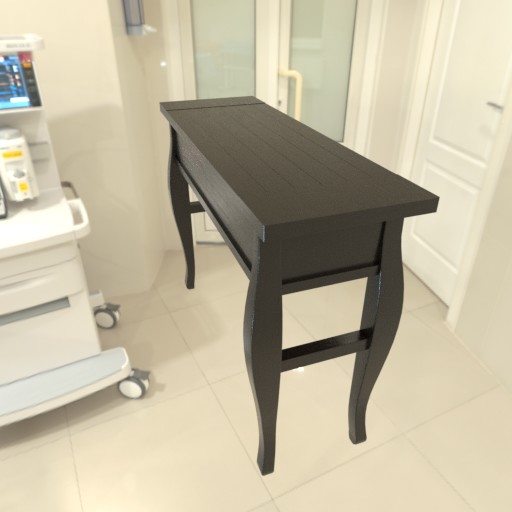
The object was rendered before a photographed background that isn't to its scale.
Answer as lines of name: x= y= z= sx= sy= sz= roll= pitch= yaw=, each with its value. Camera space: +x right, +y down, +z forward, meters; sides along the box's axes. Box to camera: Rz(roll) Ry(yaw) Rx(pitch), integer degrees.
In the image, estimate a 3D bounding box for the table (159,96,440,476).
table: x=0.000 y=0.000 z=1.409 sx=0.373 sy=0.768 sz=1.062 roll=-10 pitch=32 yaw=-17
